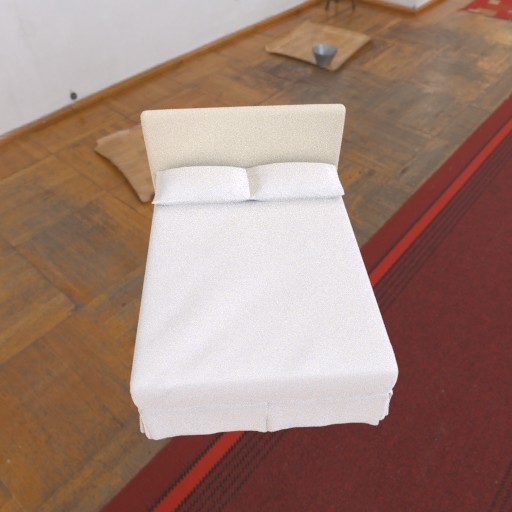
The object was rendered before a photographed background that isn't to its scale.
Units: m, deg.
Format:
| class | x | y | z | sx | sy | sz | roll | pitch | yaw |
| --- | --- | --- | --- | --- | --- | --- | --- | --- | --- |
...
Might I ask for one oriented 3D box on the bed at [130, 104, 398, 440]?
| class | x | y | z | sx | sy | sz | roll | pitch | yaw |
| --- | --- | --- | --- | --- | --- | --- | --- | --- | --- |
| bed | 0.000 | 0.000 | 3.311 | 1.714 | 1.330 | 2.147 | -3 | 46 | -3 |
